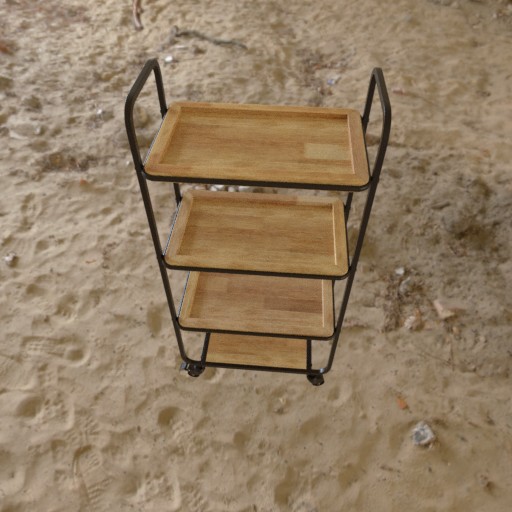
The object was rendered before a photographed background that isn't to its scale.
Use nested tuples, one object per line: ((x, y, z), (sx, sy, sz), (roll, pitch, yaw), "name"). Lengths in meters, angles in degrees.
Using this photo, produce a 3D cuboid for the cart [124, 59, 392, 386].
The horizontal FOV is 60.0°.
((0.000, 0.000, 1.326), (0.545, 1.080, 0.321), (4, 47, 3), "cart")
